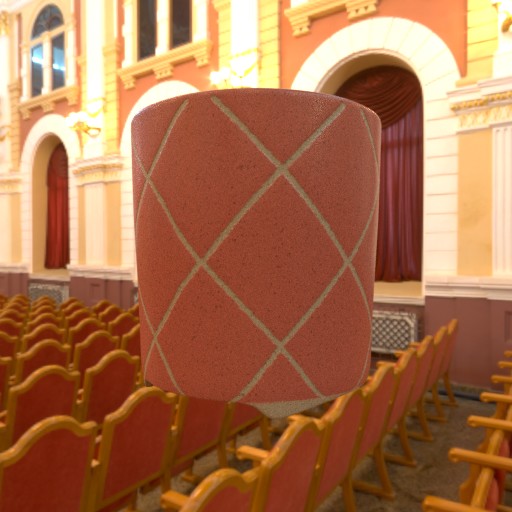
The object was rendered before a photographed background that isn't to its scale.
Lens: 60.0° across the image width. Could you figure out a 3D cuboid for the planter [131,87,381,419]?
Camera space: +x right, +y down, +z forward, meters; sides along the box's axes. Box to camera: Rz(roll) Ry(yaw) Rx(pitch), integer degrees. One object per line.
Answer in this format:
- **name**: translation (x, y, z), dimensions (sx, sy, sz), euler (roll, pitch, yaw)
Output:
- **planter**: translation (0.000, 0.000, 0.419), dimensions (0.227, 0.235, 0.227), euler (0, 0, 0)
